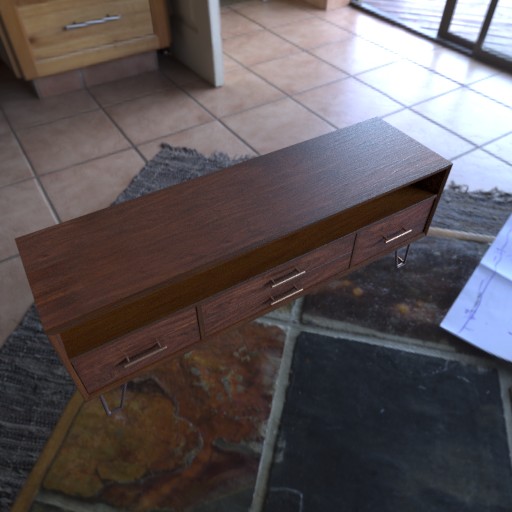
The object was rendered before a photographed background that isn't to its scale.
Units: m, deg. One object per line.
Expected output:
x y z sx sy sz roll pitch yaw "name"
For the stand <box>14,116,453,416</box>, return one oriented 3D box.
0.000 0.000 1.872 1.626 0.610 0.481 -23 50 -21 "stand"
